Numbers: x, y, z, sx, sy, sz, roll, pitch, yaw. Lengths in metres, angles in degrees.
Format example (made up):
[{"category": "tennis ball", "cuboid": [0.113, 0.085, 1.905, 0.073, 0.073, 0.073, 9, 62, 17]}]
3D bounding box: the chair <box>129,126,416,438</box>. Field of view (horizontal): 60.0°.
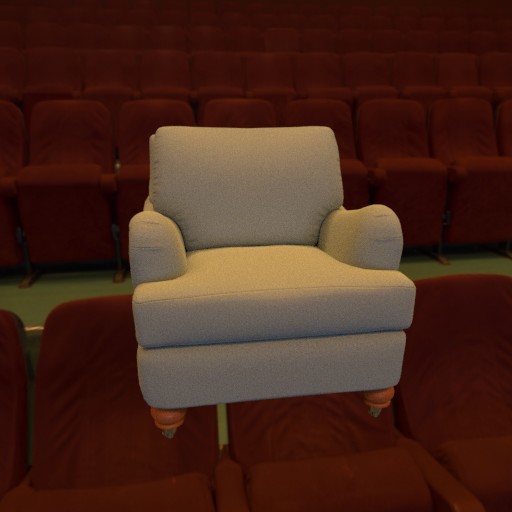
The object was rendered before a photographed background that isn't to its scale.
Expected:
[{"category": "chair", "cuboid": [0.000, 0.000, 1.846, 0.955, 1.038, 1.070, -3, 16, -9]}]
